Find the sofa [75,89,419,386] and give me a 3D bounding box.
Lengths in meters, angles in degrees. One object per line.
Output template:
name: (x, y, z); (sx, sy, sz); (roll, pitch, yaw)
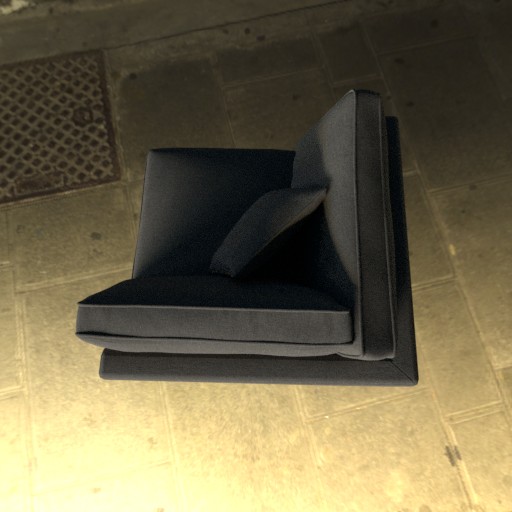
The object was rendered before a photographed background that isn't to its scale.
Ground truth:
sofa: (0.000, 0.000, 1.962); (1.146, 1.002, 1.084); (1, 74, 0)
